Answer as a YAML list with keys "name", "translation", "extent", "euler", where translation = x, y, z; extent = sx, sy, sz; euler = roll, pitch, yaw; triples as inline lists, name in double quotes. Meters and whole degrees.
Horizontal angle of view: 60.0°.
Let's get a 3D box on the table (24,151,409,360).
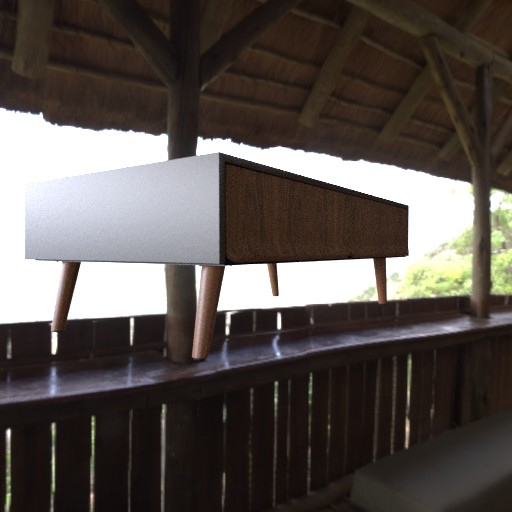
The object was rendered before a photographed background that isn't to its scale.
- name: "table"
  translation: [0.000, 0.000, 1.501]
  extent: [0.703, 0.404, 1.201]
  euler: [1, 1, 35]
